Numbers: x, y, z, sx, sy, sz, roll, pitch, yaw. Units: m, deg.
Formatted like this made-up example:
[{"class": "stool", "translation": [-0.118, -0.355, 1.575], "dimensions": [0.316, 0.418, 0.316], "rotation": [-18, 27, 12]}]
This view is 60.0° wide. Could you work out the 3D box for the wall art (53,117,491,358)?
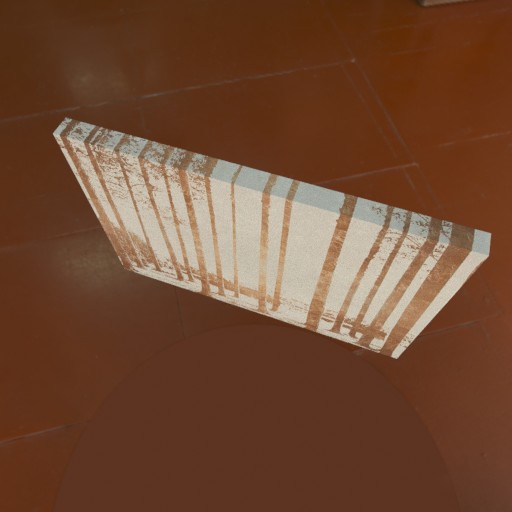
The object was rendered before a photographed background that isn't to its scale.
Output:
[{"class": "wall art", "translation": [0.000, 0.000, 0.769], "dimensions": [0.609, 0.405, 0.035], "rotation": [17, 61, 10]}]
